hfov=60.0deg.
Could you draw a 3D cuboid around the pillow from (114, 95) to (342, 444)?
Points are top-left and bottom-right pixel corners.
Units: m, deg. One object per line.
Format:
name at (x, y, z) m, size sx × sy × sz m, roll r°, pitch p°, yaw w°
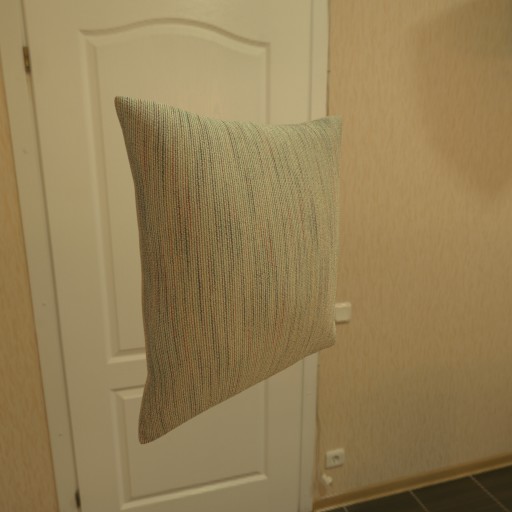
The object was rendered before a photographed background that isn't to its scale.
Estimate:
pillow at (0.000, 0.000, 0.794) m, size 0.178 × 0.506 × 0.512 m, roll 13°, pitch 19°, yaw 43°
